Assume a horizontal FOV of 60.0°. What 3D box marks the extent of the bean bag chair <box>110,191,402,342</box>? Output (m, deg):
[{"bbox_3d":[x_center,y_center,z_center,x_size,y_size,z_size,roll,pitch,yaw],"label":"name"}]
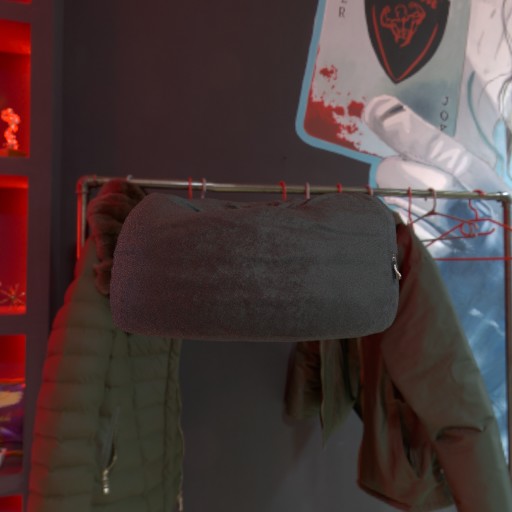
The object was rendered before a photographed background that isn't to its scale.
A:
[{"bbox_3d":[0.000,0.000,2.448,1.525,0.751,1.525,0,-1,0],"label":"bean bag chair"}]
